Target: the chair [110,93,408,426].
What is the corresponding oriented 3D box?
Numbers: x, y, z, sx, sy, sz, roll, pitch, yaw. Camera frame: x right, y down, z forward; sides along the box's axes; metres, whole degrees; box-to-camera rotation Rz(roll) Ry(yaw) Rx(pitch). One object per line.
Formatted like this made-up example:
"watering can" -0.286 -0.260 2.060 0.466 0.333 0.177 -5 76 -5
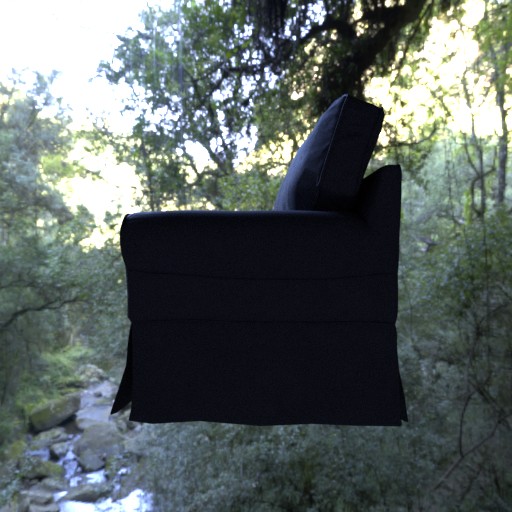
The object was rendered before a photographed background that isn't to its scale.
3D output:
"chair" 0.000 0.000 1.970 1.002 1.140 1.119 0 1 0
